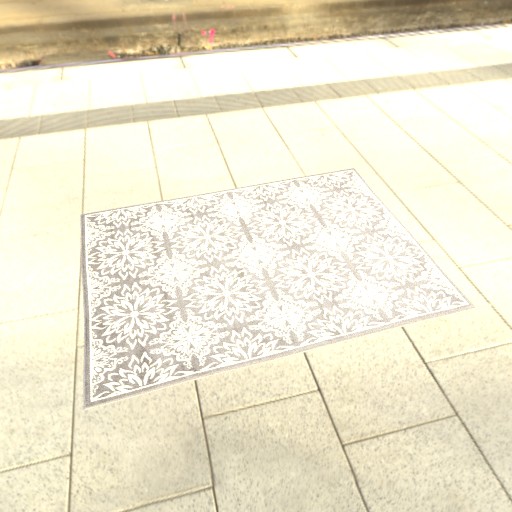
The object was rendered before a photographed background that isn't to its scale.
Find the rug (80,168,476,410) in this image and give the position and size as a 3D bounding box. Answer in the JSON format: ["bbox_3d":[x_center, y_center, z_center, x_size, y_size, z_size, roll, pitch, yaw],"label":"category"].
[{"bbox_3d":[0.000,0.000,2.929,2.213,0.014,1.608,-12,44,-12],"label":"rug"}]
